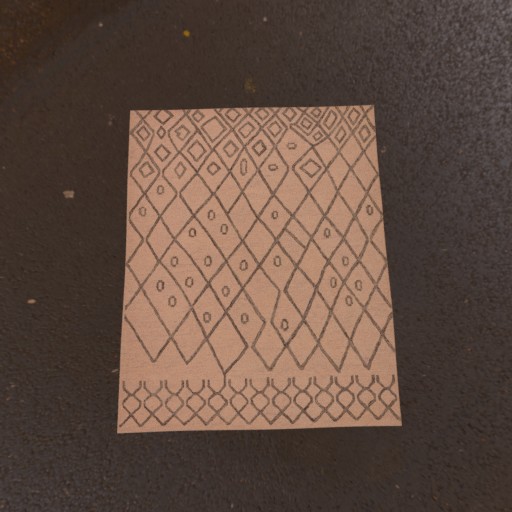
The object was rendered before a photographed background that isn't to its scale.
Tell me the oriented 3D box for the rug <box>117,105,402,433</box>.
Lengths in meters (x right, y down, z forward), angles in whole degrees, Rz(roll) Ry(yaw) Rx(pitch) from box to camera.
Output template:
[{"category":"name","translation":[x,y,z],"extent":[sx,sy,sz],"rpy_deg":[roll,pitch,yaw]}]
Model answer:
[{"category":"rug","translation":[0.000,0.000,4.121],"extent":[2.446,0.015,3.046],"rpy_deg":[-1,78,0]}]
